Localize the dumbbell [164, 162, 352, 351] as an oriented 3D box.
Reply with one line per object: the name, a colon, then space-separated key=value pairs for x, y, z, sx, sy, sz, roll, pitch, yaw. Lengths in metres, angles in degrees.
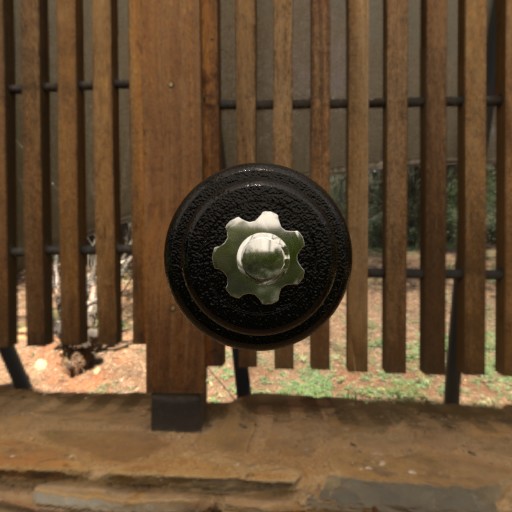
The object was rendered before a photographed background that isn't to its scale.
dumbbell: x=0.000 y=0.000 z=0.593 sx=0.202 sy=0.202 sz=0.497 roll=0 pitch=1 yaw=-1
